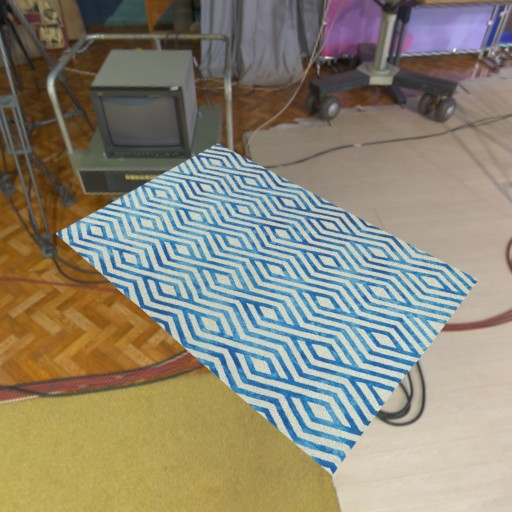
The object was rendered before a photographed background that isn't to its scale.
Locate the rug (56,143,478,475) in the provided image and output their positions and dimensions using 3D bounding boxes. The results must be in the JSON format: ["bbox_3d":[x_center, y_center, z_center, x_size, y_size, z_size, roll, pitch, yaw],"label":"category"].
[{"bbox_3d":[0.000,0.000,2.285,1.830,0.008,1.225,33,54,28],"label":"rug"}]
